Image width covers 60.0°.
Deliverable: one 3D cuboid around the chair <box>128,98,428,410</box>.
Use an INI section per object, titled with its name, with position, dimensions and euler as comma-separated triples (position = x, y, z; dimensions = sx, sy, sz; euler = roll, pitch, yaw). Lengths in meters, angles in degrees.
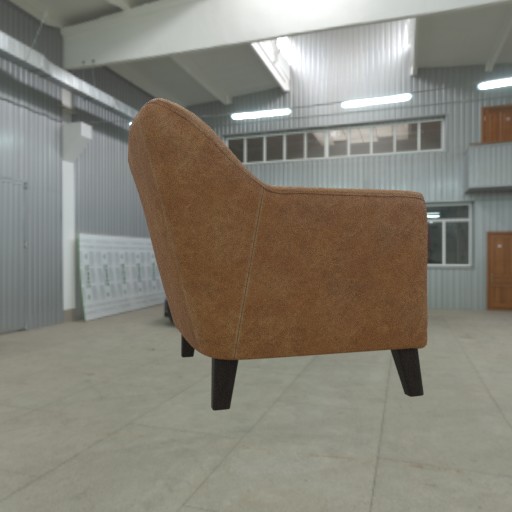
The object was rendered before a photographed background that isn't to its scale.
[chair]
position = 0.000, 0.000, 1.868
dimensions = 1.034, 0.980, 1.037
euler = 0, 0, -17
